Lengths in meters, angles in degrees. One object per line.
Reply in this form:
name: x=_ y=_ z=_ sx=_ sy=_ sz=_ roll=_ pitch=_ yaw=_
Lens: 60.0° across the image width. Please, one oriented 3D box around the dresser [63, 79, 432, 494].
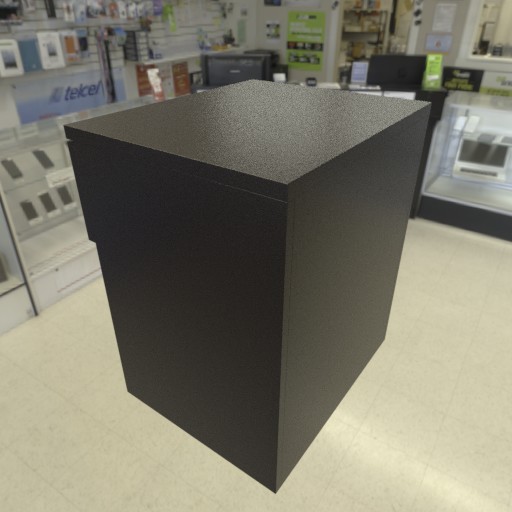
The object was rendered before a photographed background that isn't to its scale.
dresser: x=0.000 y=0.000 z=0.737 sx=0.360 sy=0.470 sz=0.400 roll=21 pitch=37 yaw=30
